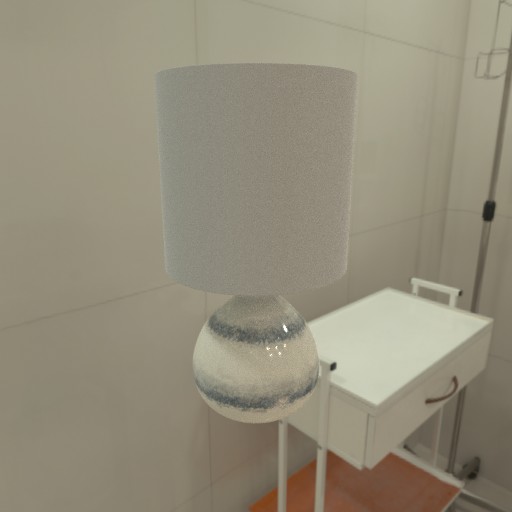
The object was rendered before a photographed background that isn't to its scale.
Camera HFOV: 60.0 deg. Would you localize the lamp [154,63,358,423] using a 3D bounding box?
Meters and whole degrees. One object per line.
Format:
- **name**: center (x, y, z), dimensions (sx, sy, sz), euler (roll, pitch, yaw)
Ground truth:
- **lamp**: center (0.000, 0.000, 0.537), dimensions (0.216, 0.404, 0.216), euler (-15, 22, -42)
